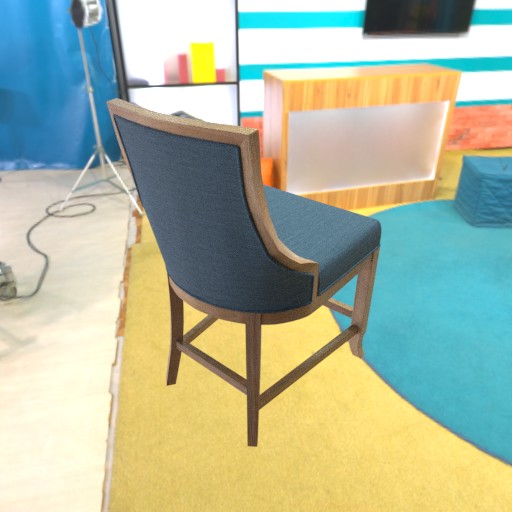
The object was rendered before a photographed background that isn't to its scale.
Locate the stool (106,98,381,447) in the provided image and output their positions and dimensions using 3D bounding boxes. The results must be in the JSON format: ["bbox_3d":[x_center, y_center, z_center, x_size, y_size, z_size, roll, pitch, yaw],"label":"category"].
[{"bbox_3d":[0.000,0.000,1.334,0.524,0.938,0.626,23,38,33],"label":"stool"}]
